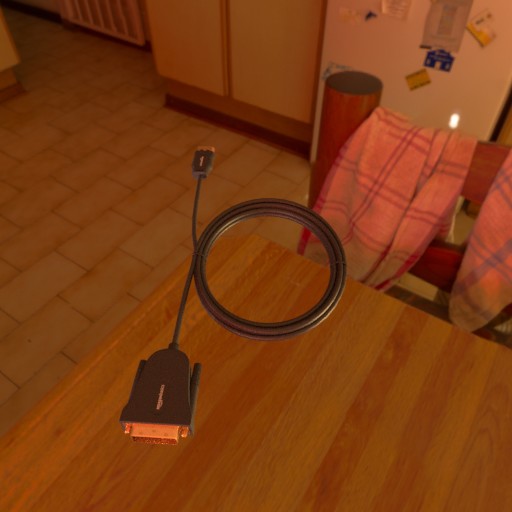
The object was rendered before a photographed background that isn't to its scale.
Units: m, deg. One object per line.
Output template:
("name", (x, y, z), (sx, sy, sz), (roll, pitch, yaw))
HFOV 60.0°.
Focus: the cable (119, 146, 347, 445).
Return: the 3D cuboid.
("cable", (0.000, 0.000, 0.335), (0.136, 0.015, 0.281), (3, 47, 2))
